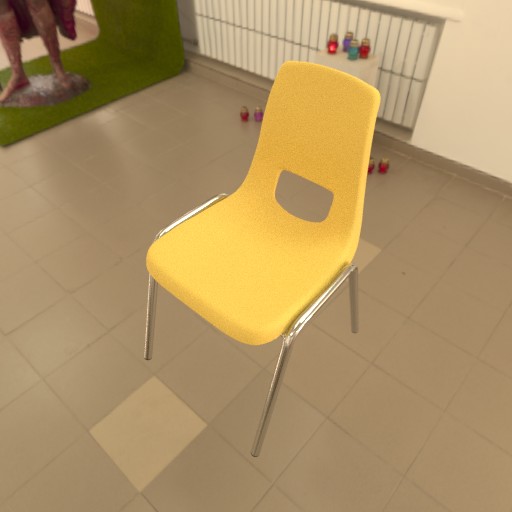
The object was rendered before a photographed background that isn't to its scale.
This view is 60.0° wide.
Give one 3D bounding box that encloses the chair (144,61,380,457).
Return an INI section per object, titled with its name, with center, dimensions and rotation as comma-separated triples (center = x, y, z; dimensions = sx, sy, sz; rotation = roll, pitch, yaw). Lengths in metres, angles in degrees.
[chair]
center = 0.000, 0.000, 0.923
dimensions = 0.381, 0.653, 0.436
rotation = 32, 53, 28
